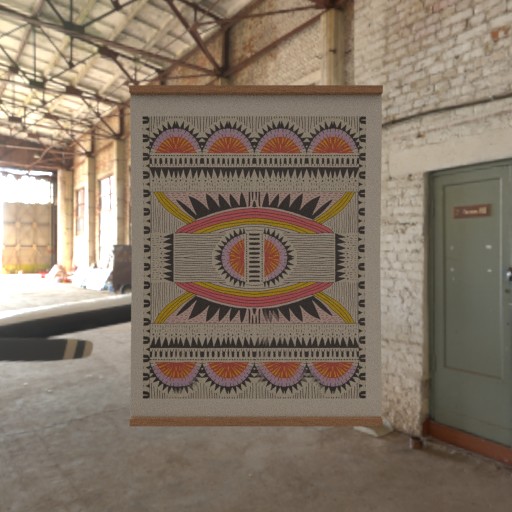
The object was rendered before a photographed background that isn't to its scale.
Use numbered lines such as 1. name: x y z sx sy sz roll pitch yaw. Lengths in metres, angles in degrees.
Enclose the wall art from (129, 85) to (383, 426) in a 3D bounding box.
1. wall art: 0.000 0.000 0.806 0.456 0.609 0.028 0 0 0
